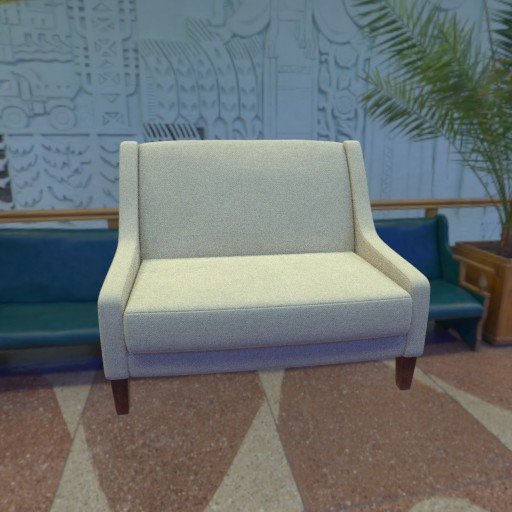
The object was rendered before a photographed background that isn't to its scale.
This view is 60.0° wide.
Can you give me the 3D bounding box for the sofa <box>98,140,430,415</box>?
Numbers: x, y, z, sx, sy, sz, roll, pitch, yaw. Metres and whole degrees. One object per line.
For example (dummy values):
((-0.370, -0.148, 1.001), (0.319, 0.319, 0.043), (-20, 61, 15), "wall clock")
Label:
((0.000, 0.000, 1.958), (1.212, 0.976, 0.946), (-2, 16, -8), "sofa")
